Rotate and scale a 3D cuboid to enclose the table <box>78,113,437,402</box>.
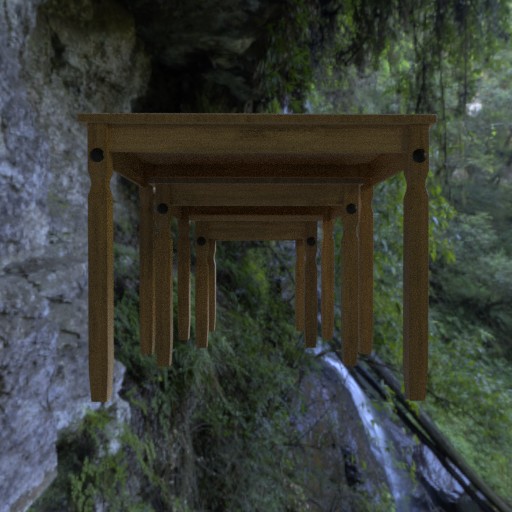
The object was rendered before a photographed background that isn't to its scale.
[{"bbox_3d":[0.000,0.000,1.203,0.660,0.535,0.773,0,1,-1],"label":"table"}]
